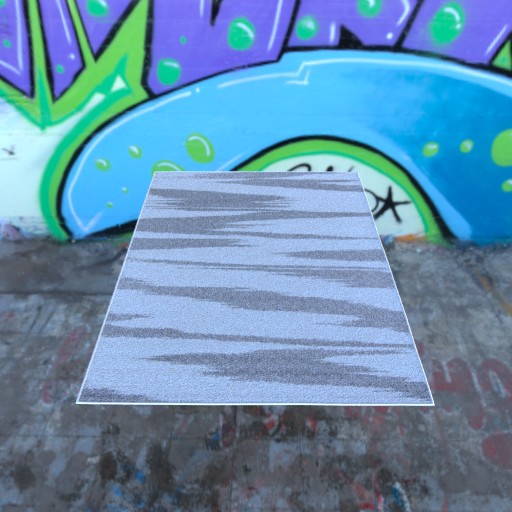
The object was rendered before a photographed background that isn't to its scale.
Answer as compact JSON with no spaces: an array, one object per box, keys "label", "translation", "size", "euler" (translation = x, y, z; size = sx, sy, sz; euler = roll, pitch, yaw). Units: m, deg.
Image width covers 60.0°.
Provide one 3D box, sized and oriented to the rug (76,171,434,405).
[{"label":"rug","translation":[0.000,0.000,3.999],"size":[2.353,0.014,2.945],"euler":[0,41,0]}]
